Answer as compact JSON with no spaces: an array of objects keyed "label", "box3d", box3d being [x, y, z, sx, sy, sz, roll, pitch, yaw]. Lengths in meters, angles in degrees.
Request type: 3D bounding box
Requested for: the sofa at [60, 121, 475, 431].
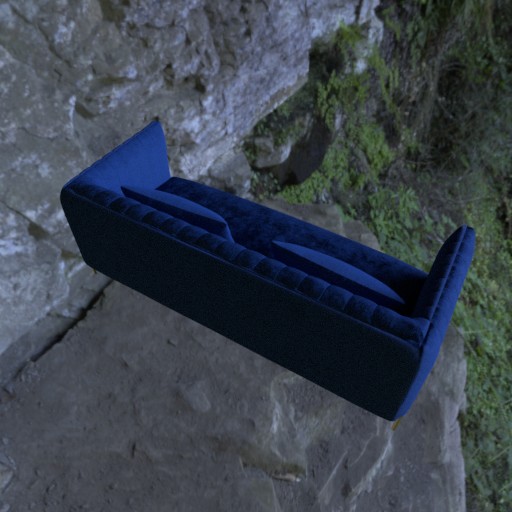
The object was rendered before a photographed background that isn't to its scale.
[{"label":"sofa","box3d":[0.000,0.000,2.586,2.136,0.793,0.896,23,51,20]}]
